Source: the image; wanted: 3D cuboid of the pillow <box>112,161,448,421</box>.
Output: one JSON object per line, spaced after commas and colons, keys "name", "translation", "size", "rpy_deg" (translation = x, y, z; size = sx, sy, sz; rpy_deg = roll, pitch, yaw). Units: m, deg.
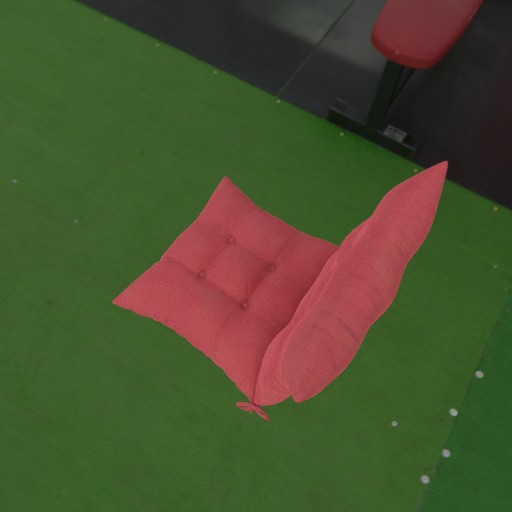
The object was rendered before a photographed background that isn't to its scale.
{"name": "pillow", "translation": [0.000, 0.000, 1.003], "size": [0.585, 0.536, 0.541], "rpy_deg": [33, 69, 14]}
